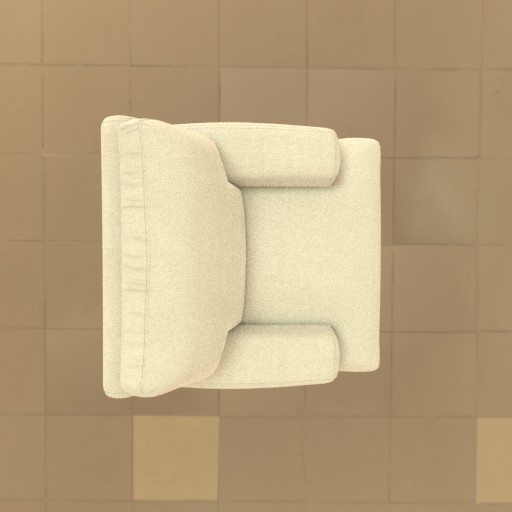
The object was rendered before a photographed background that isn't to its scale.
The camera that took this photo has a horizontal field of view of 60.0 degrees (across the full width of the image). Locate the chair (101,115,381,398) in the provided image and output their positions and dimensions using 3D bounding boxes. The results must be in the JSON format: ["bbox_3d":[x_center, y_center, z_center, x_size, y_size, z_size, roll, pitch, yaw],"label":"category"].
[{"bbox_3d":[0.000,0.000,1.974,1.158,0.930,1.140,0,91,0],"label":"chair"}]
